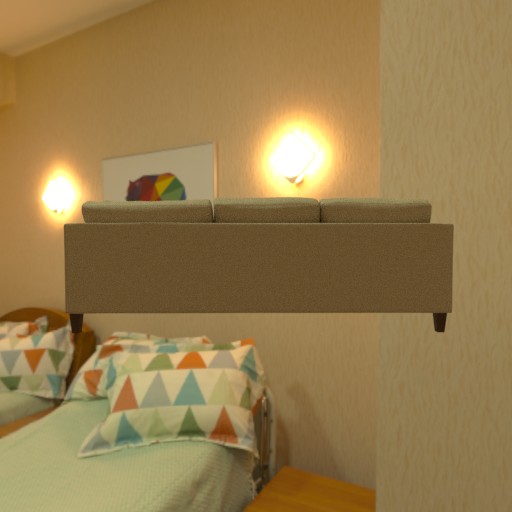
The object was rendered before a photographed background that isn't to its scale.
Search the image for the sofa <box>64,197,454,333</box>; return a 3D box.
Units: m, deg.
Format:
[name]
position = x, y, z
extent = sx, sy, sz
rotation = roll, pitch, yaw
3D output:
[sofa]
position = 0.000, 0.000, 4.311
extent = 2.432, 0.863, 3.182
rotation = 0, 2, -1
